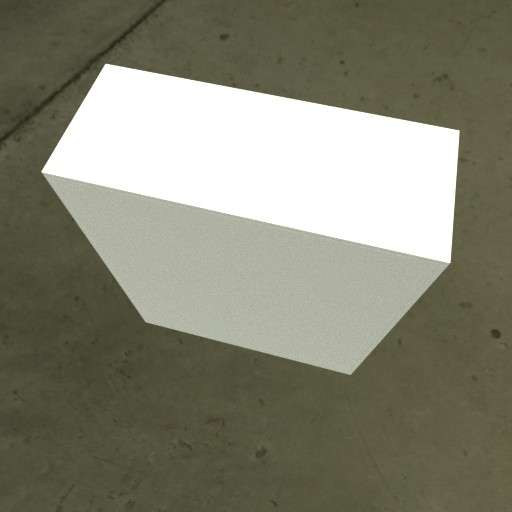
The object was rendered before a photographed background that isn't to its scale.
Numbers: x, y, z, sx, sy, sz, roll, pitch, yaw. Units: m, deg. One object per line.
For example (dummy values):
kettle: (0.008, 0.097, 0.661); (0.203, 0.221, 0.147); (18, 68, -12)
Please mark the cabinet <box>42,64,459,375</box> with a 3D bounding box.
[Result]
cabinet: (0.000, 0.000, 1.664); (1.000, 1.190, 0.400); (13, 64, 7)
